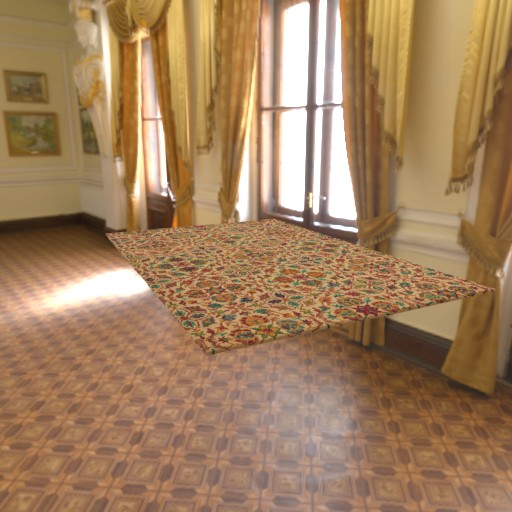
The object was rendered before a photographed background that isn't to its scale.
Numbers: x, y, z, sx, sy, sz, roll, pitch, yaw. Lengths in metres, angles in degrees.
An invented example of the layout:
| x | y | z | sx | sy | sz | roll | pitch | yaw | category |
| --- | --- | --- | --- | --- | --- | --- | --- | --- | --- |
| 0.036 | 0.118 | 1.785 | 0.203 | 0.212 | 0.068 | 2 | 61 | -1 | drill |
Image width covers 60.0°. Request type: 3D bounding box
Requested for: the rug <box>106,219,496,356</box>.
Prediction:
| x | y | z | sx | sy | sz | roll | pitch | yaw | category |
| --- | --- | --- | --- | --- | --- | --- | --- | --- | --- |
| 0.000 | 0.000 | 2.877 | 1.541 | 0.018 | 2.297 | -7 | 16 | -26 | rug |
